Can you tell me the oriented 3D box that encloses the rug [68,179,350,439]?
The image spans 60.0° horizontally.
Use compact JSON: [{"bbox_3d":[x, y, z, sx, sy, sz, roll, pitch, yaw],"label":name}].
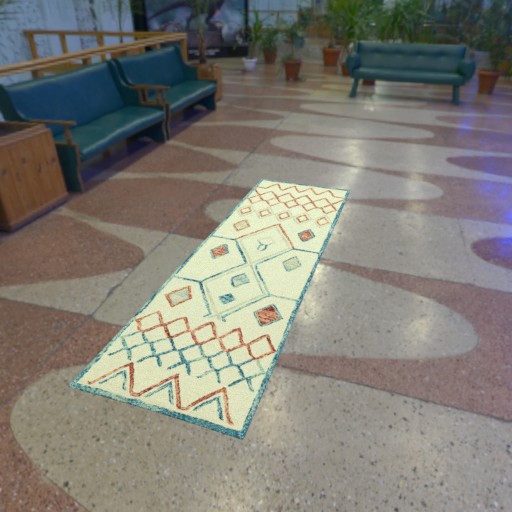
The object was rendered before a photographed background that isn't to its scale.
[{"bbox_3d":[0.000,0.000,2.658,0.750,0.011,2.435,10,32,16],"label":"rug"}]
